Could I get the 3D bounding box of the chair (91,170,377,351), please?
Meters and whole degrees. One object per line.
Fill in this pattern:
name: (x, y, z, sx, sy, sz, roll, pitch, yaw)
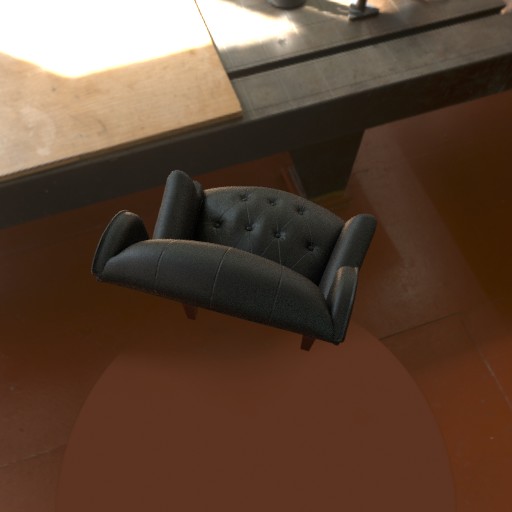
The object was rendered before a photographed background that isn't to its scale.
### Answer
chair: (0.000, 0.000, 1.715, 0.831, 1.133, 0.822, 14, 65, 7)
